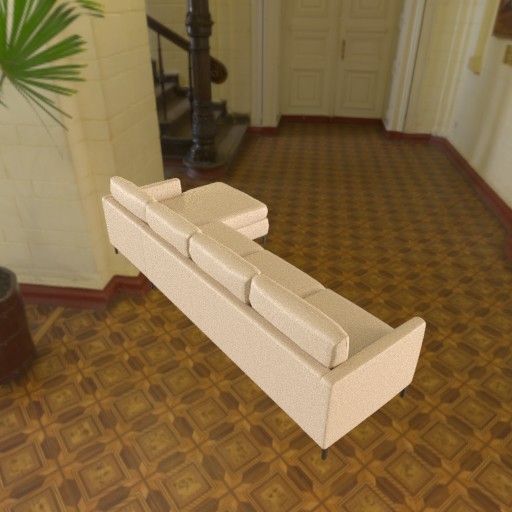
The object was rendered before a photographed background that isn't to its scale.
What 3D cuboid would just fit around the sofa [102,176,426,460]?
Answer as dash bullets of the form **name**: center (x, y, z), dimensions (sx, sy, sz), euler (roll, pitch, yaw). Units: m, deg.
- **sofa**: center (0.000, 0.000, 3.284), dimensions (1.258, 0.755, 2.731), euler (-22, 37, -32)
